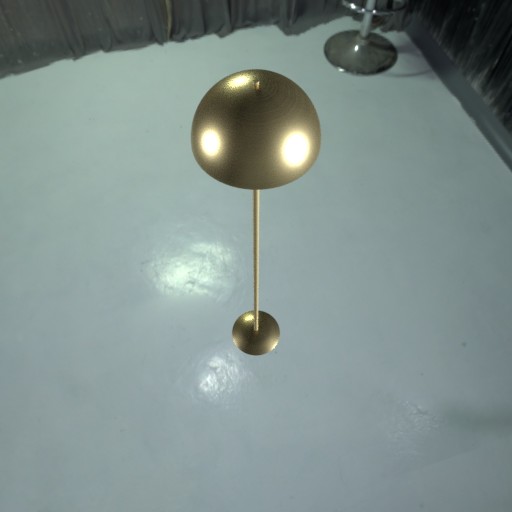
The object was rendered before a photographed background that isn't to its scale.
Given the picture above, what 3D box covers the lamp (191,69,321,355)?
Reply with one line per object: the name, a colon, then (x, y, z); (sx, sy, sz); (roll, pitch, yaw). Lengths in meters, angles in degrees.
lamp: (0.000, 0.000, 1.606); (0.328, 1.480, 0.328); (-17, 60, -10)
